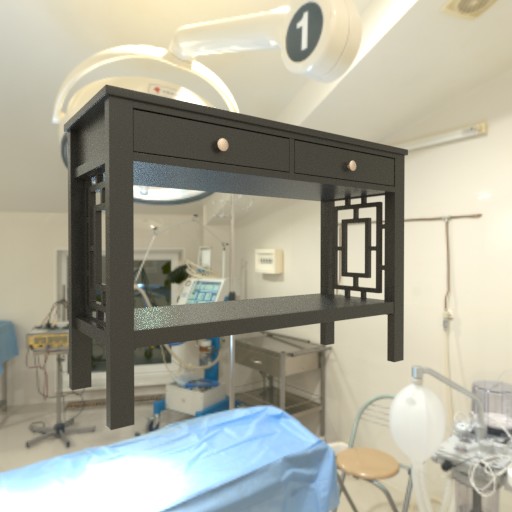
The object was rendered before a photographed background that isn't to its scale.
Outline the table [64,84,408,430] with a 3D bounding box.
[{"bbox_3d":[0.000,0.000,1.423,1.068,0.753,0.397,-1,1,-36],"label":"table"}]
